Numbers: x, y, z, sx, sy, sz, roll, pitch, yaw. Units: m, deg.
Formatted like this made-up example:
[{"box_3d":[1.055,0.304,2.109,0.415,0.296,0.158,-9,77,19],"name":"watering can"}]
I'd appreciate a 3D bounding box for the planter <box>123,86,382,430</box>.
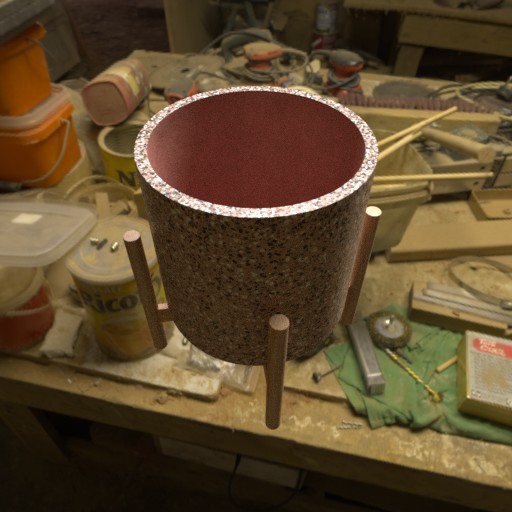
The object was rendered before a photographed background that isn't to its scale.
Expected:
[{"box_3d":[0.000,0.000,0.707,0.360,0.419,0.360,10,46,10],"name":"planter"}]
